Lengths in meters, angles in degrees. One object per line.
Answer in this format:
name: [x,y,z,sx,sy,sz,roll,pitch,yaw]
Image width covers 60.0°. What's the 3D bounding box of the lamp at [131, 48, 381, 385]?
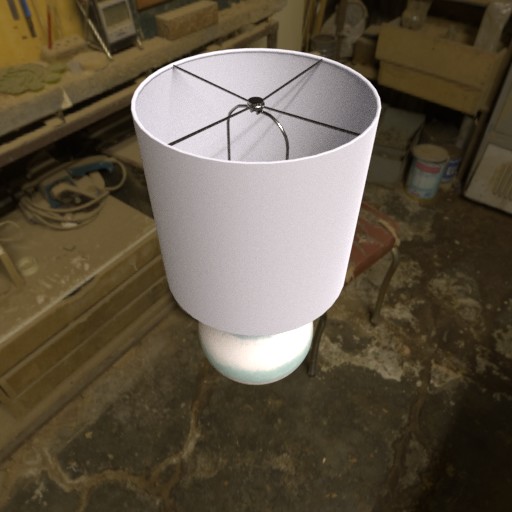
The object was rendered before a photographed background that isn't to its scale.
lamp: [0.000,0.000,0.534,0.217,0.404,0.217,30,52,27]
